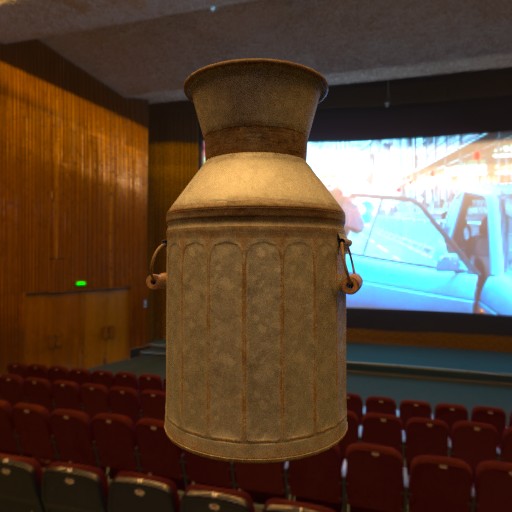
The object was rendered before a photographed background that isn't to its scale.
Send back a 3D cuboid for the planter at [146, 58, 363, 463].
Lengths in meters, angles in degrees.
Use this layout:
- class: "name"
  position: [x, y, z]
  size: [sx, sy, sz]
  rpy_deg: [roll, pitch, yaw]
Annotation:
- class: "planter"
  position: [0.000, 0.000, 0.526]
  size: [0.245, 0.396, 0.214]
  rpy_deg: [0, 0, 16]
